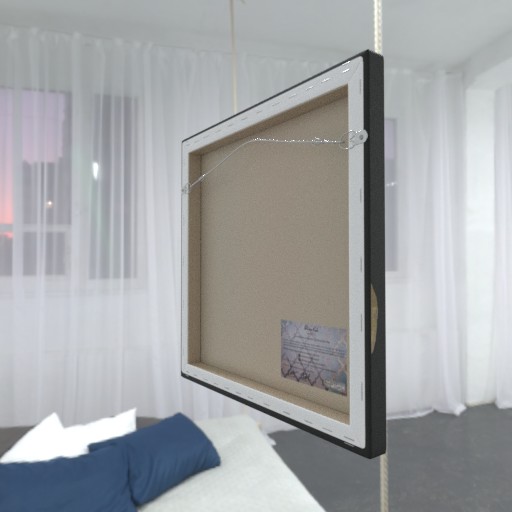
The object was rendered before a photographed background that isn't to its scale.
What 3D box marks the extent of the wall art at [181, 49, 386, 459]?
[{"bbox_3d":[0.000,0.000,0.909,0.043,0.611,0.610,1,-2,-36],"label":"wall art"}]
